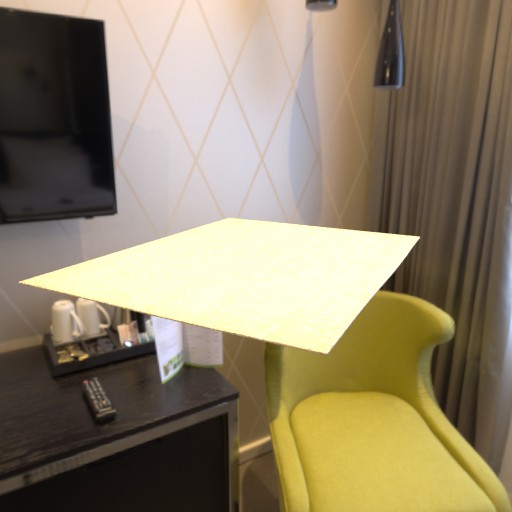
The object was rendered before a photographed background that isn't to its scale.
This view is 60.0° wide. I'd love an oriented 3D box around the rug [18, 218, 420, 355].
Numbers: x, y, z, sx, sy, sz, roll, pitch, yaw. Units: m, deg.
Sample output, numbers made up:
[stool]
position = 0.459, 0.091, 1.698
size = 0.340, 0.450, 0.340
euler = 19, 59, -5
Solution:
[rug]
position = 0.000, 0.000, 4.084
size = 2.447, 0.014, 3.061
euler = 8, 17, 27
